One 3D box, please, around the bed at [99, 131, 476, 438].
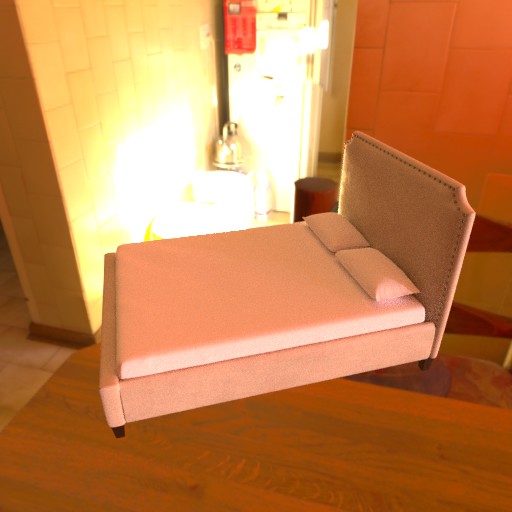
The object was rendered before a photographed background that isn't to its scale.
[{"bbox_3d":[0.000,0.000,3.421,2.372,1.443,1.712,-8,30,-14],"label":"bed"}]
